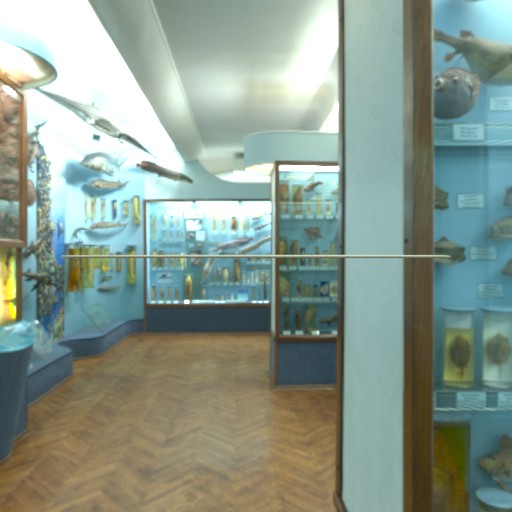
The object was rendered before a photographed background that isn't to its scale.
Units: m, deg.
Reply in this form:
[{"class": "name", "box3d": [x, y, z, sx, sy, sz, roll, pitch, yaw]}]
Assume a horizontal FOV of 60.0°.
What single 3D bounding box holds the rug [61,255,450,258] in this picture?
[{"class": "rug", "box3d": [0.000, 0.000, 4.288, 2.462, 0.018, 3.039, 0, 0, 0]}]
